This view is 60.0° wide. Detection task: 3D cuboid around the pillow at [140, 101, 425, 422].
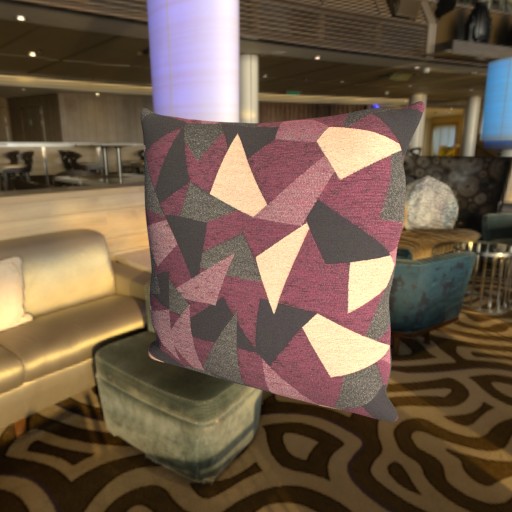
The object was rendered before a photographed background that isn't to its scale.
[{"bbox_3d":[0.000,0.000,0.755,0.503,0.496,0.208,7,16,26],"label":"pillow"}]
